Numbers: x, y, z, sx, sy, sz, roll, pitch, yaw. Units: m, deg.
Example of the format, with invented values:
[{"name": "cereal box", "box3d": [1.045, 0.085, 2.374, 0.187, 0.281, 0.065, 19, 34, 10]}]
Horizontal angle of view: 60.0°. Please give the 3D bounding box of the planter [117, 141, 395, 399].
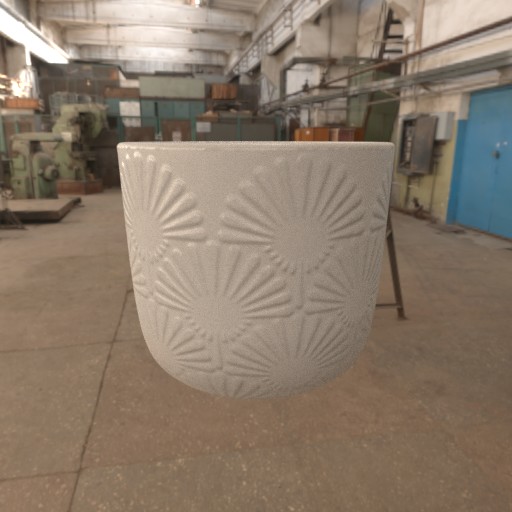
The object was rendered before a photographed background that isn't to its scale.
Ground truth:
[{"name": "planter", "box3d": [0.000, 0.000, 0.220, 0.124, 0.109, 0.124, 0, 15, 0]}]
